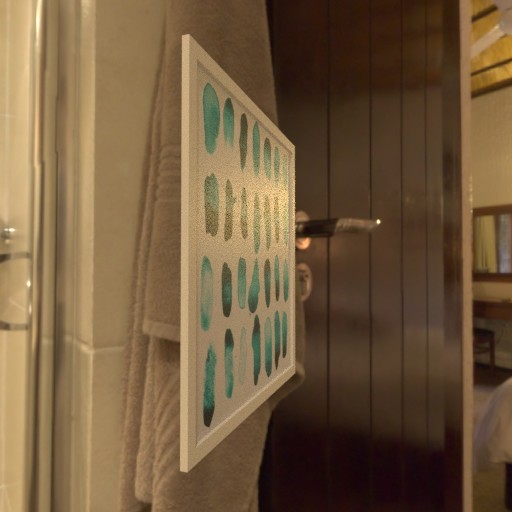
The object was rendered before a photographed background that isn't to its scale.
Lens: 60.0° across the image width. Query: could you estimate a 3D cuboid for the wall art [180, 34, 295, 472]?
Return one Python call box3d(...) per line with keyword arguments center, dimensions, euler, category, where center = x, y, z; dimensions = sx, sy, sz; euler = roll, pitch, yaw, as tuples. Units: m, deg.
box3d(center=(0.000, 0.000, 0.678), dimensions=(0.009, 0.457, 0.456), euler=(-1, -2, 19), category="wall art")
